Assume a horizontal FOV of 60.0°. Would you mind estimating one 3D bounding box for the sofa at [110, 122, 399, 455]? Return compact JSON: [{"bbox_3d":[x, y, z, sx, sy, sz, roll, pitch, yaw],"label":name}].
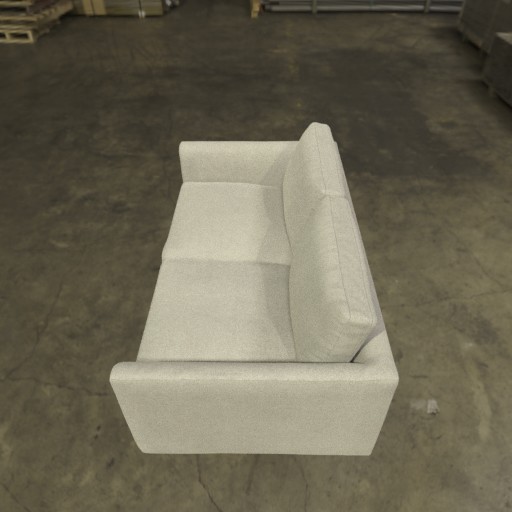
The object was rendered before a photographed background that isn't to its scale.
[{"bbox_3d":[0.000,0.000,2.483,1.091,0.839,1.905,0,41,1],"label":"sofa"}]
